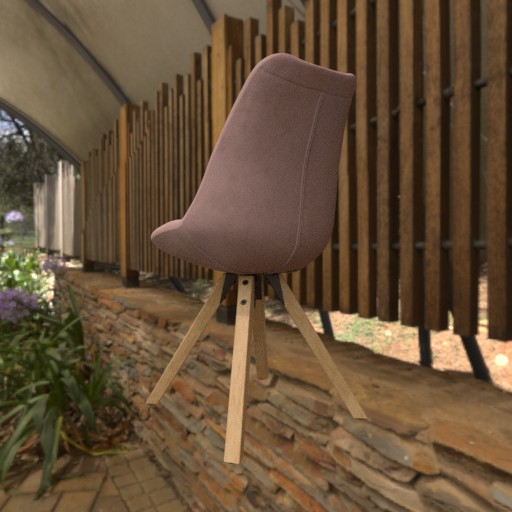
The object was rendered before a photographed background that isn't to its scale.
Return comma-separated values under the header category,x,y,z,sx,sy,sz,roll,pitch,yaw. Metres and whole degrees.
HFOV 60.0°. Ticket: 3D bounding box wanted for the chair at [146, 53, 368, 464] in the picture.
category,x,y,z,sx,sy,sz,roll,pitch,yaw
chair,0.000,0.000,1.187,0.485,0.850,0.550,-1,2,-36
